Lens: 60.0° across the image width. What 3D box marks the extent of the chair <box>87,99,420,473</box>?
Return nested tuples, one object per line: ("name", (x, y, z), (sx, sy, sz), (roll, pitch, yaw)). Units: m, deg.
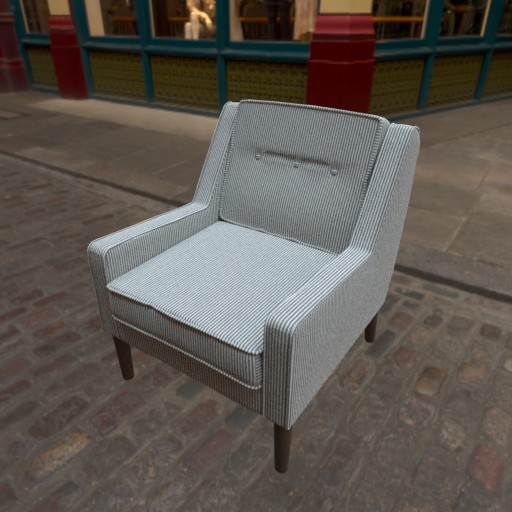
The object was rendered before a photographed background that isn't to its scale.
("chair", (0.000, 0.000, 1.328), (0.663, 0.792, 0.743), (18, 34, 29))
